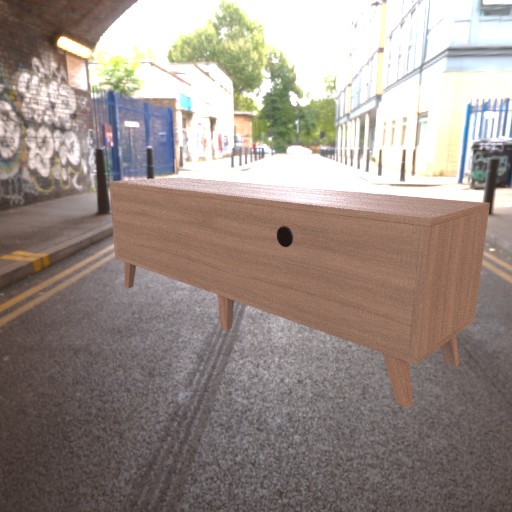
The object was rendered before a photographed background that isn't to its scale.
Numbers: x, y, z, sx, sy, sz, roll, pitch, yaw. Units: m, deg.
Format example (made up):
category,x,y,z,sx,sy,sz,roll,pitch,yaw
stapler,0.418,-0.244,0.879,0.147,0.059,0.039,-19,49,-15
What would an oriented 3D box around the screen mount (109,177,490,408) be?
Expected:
category,x,y,z,sx,sy,sz,roll,pitch,yaw
screen mount,0.000,0.000,1.712,1.500,0.509,0.401,14,19,43
